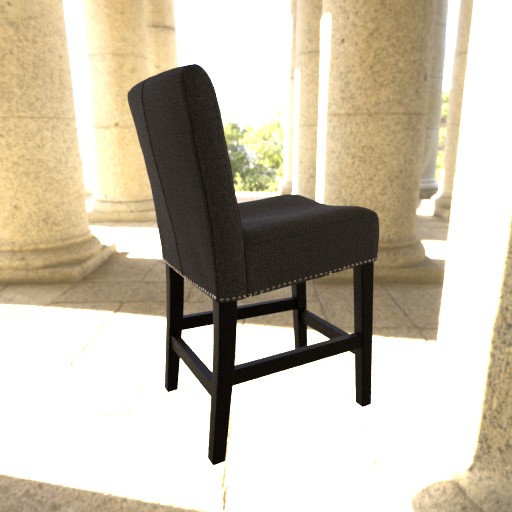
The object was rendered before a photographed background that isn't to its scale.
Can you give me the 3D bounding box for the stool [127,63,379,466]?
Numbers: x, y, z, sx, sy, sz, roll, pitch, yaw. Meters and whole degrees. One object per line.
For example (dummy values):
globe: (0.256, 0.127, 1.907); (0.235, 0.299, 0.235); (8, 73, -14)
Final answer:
stool: (0.000, 0.000, 1.203); (0.571, 0.885, 0.427); (-8, 17, -27)
